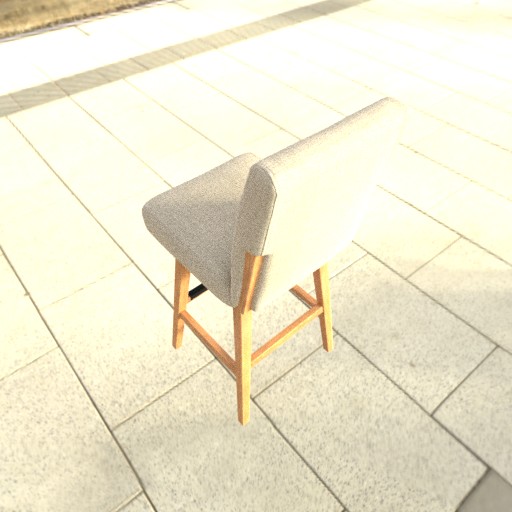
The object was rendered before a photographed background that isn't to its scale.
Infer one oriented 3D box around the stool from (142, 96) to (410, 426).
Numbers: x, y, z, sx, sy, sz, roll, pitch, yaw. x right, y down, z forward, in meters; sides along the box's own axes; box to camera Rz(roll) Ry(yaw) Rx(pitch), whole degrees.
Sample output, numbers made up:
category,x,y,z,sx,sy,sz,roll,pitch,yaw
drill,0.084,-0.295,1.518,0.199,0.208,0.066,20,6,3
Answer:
category,x,y,z,sx,sy,sz,roll,pitch,yaw
stool,0.000,0.000,1.398,0.483,1.106,0.569,-33,54,-27
